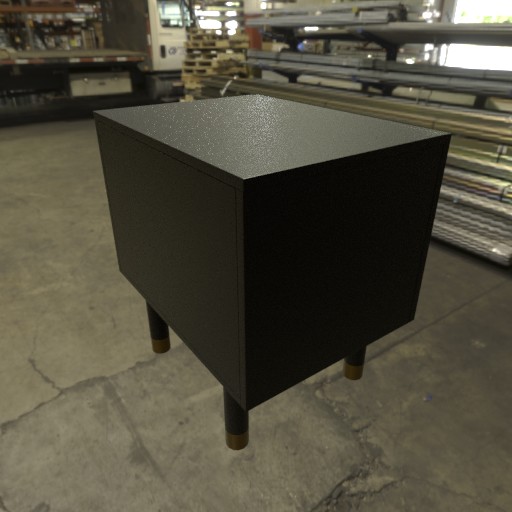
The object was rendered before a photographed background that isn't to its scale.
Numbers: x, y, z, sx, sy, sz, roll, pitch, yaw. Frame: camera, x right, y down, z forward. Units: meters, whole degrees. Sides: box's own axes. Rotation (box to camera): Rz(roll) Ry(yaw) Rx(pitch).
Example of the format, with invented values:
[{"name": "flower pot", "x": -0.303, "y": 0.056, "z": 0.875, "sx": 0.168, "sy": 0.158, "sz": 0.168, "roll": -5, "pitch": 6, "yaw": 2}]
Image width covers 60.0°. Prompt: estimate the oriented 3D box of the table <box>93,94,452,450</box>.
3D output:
[{"name": "table", "x": 0.000, "y": 0.000, "z": 0.980, "sx": 0.441, "sy": 0.584, "sz": 0.564, "roll": -18, "pitch": 33, "yaw": -31}]
